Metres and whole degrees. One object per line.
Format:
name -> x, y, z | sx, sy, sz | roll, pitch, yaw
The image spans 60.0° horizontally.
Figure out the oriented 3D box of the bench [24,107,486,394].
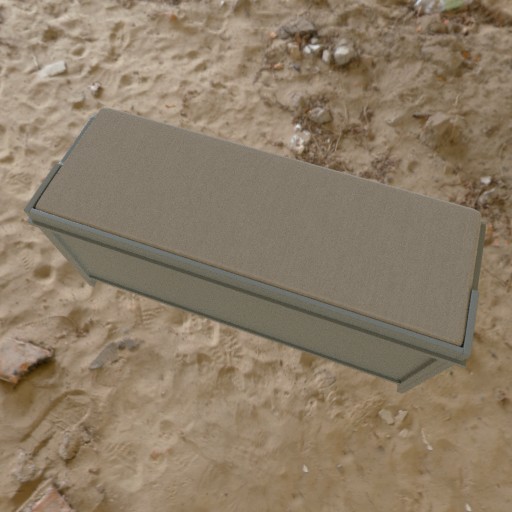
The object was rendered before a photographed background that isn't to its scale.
bench -> 0.000, 0.000, 1.345 | 1.140, 0.501, 0.398 | 18, 65, 8
